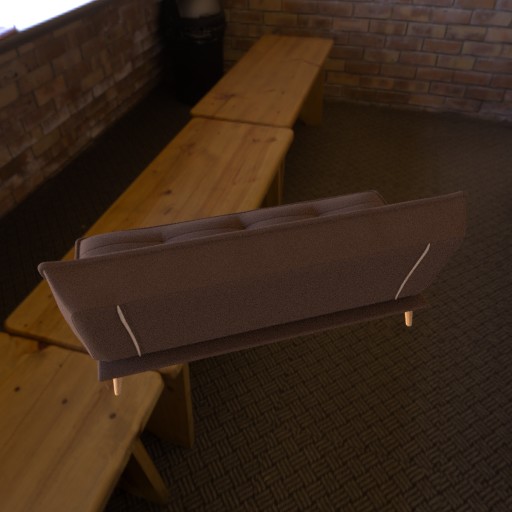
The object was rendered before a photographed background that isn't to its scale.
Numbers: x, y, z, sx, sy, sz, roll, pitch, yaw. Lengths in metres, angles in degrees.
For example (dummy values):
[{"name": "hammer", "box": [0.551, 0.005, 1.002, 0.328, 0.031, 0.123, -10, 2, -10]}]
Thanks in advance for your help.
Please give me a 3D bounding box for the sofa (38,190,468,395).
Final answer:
[{"name": "sofa", "box": [0.000, 0.000, 2.424, 1.940, 0.890, 0.950, -11, 43, -12]}]
